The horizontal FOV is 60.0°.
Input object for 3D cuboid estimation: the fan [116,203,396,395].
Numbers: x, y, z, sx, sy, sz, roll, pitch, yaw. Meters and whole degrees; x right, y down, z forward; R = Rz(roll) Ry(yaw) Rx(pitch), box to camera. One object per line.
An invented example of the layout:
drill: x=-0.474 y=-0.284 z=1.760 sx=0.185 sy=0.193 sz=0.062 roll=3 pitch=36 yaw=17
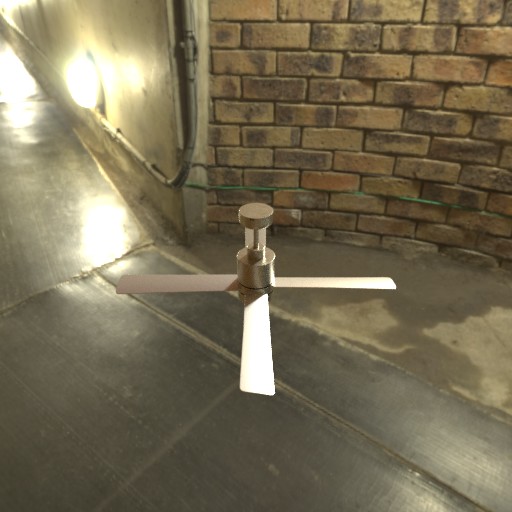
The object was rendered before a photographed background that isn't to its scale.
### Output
fan: x=0.000 y=0.000 z=2.356 sx=1.525 sy=0.539 sz=1.525 roll=0 pitch=33 yaw=0
